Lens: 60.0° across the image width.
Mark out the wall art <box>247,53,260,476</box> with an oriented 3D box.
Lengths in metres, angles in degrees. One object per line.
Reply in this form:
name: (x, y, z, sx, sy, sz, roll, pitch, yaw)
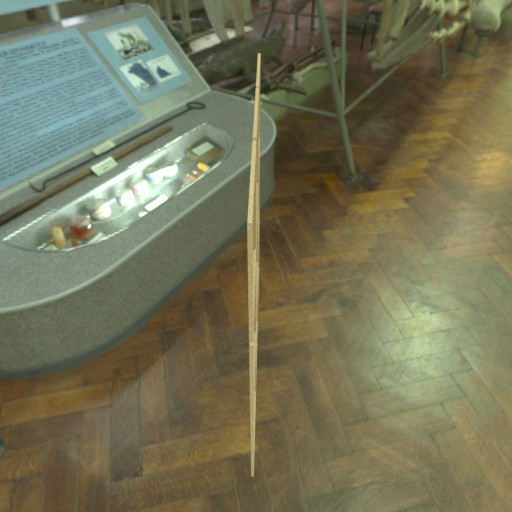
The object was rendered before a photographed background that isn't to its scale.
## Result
wall art: (0.000, 0.000, 2.236, 0.014, 1.507, 1.519, 1, 40, 1)
